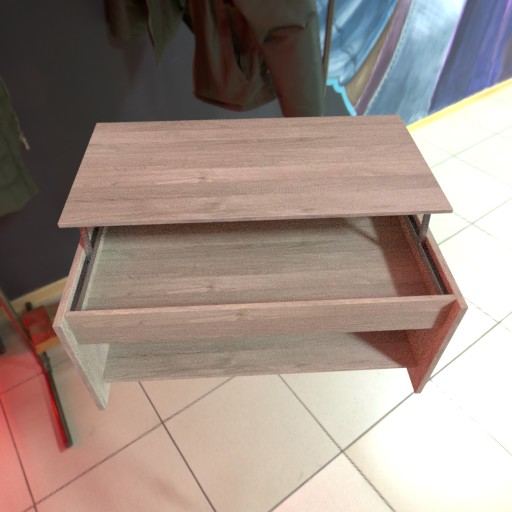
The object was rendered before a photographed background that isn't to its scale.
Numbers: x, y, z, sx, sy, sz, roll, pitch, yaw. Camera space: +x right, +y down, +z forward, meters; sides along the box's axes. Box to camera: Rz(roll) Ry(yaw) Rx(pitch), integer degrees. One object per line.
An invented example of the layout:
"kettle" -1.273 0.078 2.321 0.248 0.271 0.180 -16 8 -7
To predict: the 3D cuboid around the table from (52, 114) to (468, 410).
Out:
"table" 0.000 0.000 1.418 1.000 0.570 0.712 -2 46 -2
